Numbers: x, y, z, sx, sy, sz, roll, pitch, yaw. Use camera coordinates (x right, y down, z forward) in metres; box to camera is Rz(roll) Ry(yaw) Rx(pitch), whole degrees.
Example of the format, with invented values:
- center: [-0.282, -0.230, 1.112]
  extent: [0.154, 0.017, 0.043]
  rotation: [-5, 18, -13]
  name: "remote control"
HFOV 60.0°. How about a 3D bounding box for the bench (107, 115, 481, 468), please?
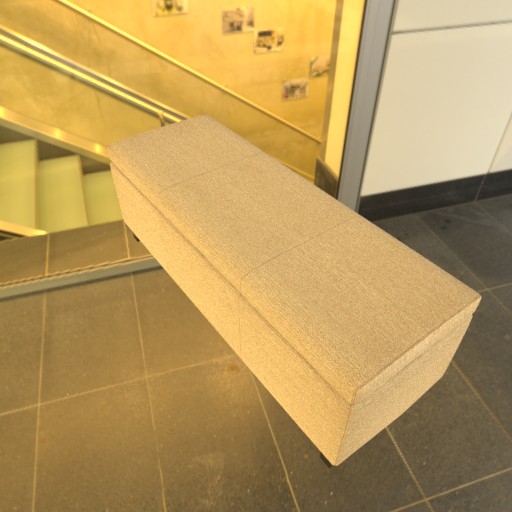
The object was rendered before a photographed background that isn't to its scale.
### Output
- center: [0.000, 0.000, 1.468]
  extent: [0.446, 0.438, 1.269]
  rotation: [-27, 49, -26]
  name: "bench"
